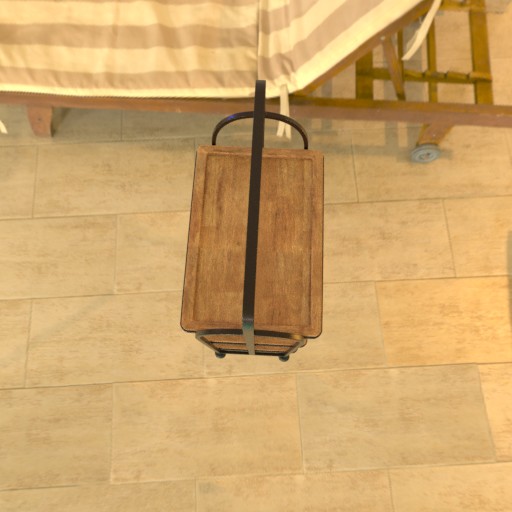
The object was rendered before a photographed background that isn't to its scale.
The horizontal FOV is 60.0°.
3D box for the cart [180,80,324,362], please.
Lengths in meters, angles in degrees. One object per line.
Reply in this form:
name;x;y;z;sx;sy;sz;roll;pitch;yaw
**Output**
cart;0.000;0.000;1.278;0.327;1.001;0.553;3;75;1
